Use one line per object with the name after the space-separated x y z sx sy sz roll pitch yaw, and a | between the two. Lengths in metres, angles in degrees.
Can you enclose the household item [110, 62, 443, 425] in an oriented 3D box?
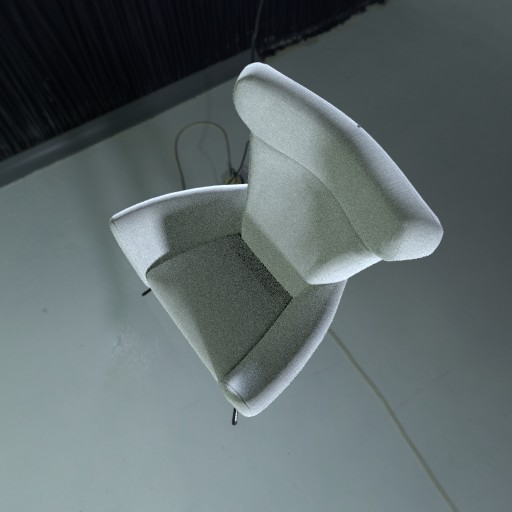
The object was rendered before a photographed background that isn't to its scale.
0.000 0.000 1.812 0.900 1.050 0.980 -35 69 -16 | household item
